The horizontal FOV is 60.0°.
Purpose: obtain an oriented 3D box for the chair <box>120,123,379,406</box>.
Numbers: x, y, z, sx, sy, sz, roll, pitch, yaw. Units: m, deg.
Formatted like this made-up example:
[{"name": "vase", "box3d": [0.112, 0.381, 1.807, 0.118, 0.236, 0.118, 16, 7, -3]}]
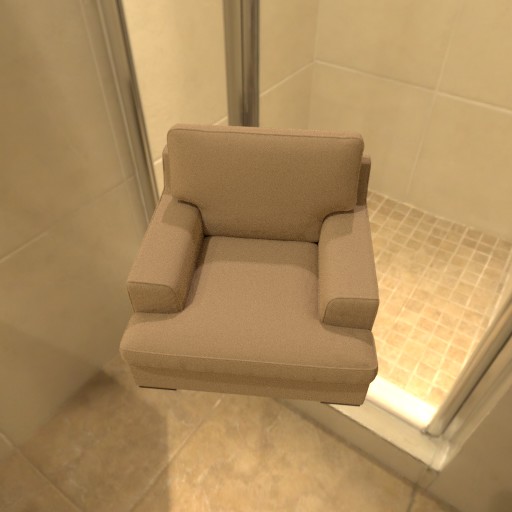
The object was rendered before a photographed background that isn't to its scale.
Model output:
[{"name": "chair", "box3d": [0.000, 0.000, 2.284, 1.293, 1.005, 1.274, -2, 44, -2]}]
